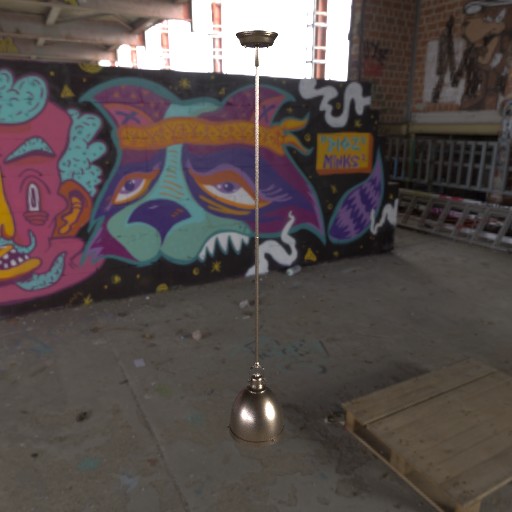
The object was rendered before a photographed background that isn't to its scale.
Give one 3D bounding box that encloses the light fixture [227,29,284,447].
[{"bbox_3d":[0.000,0.000,1.502,0.217,1.367,0.211,-2,16,-8],"label":"light fixture"}]
